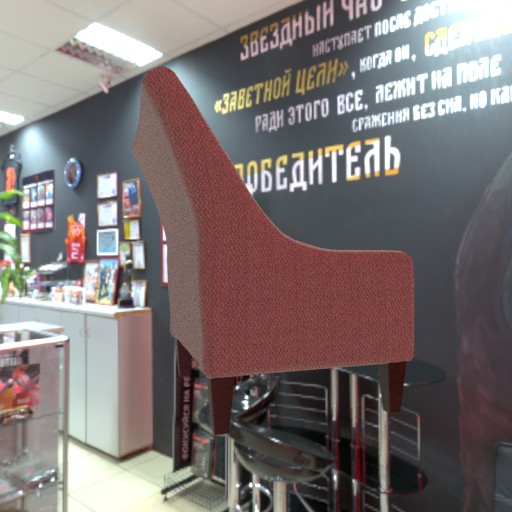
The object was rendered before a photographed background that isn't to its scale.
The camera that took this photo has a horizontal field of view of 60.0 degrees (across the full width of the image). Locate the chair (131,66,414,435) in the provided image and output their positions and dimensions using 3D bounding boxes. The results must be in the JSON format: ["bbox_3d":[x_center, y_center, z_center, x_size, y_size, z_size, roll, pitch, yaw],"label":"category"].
[{"bbox_3d":[0.000,0.000,1.650,0.870,1.014,0.774,0,-1,-18],"label":"chair"}]
